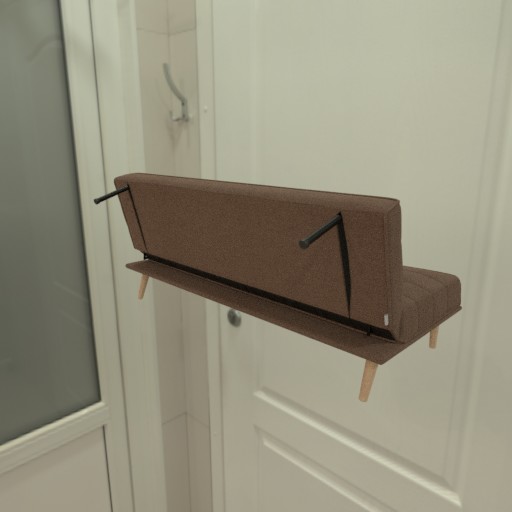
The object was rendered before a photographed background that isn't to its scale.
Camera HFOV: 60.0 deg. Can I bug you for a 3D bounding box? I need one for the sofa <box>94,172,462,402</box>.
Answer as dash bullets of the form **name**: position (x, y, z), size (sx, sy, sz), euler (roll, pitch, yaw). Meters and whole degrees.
- **sofa**: position (0.000, 0.000, 2.367), size (1.820, 0.810, 1.038), euler (14, 20, 43)
